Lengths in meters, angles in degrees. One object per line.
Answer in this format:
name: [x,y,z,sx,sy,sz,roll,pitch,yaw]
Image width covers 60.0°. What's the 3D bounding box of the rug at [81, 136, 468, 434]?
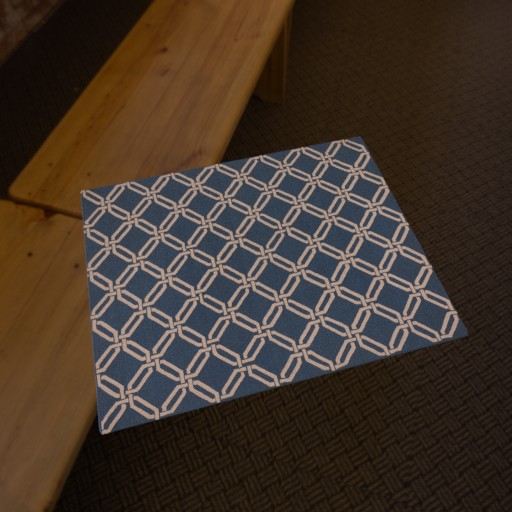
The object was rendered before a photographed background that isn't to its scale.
rug: [0.000,0.000,3.859,2.867,0.020,2.277,-13,60,-8]
